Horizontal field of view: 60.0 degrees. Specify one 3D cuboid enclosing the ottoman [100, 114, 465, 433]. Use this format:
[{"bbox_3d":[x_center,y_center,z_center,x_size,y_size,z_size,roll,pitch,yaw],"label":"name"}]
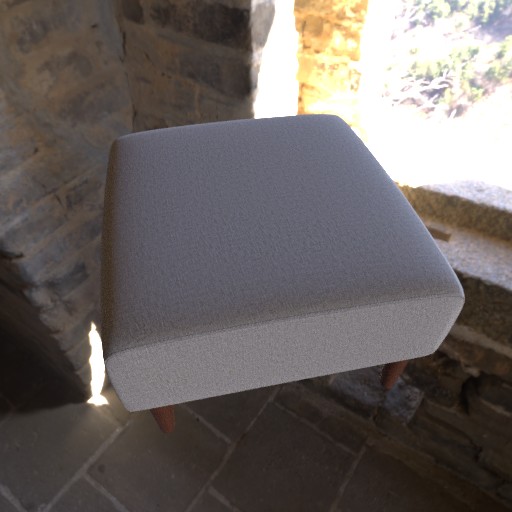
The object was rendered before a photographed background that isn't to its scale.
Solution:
[{"bbox_3d":[0.000,0.000,1.047,0.648,0.399,0.655,-8,45,-8],"label":"ottoman"}]
